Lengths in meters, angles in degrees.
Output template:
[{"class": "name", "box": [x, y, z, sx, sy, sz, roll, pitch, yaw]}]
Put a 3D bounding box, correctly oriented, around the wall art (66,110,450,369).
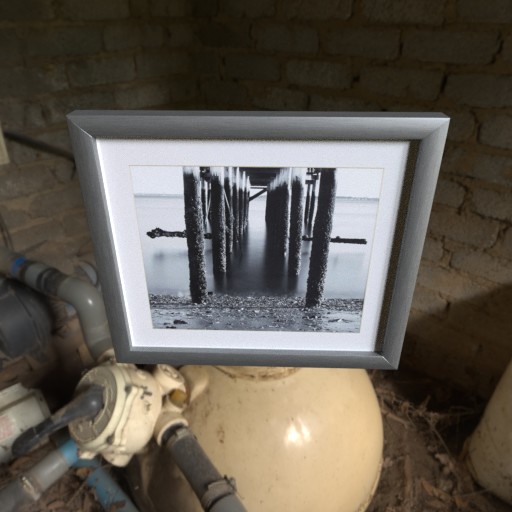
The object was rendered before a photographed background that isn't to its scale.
[{"class": "wall art", "box": [0.000, 0.000, 0.529, 0.380, 0.330, 0.028, 1, 29, 2]}]
